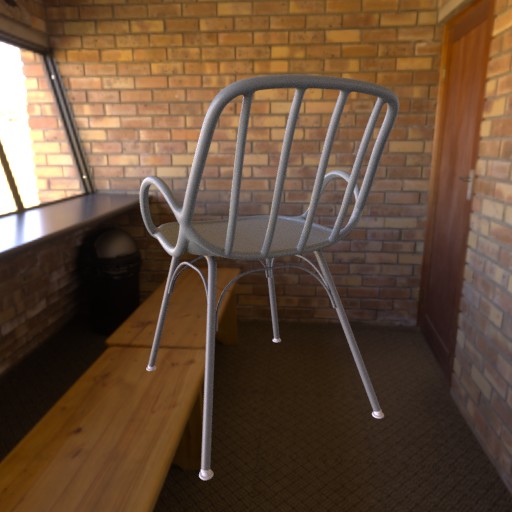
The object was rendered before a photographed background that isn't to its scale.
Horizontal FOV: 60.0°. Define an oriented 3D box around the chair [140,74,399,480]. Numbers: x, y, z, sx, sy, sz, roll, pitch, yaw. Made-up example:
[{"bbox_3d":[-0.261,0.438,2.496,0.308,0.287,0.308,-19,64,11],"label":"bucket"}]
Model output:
[{"bbox_3d":[0.000,0.000,1.168,0.549,0.816,0.597,-7,16,-26],"label":"chair"}]
